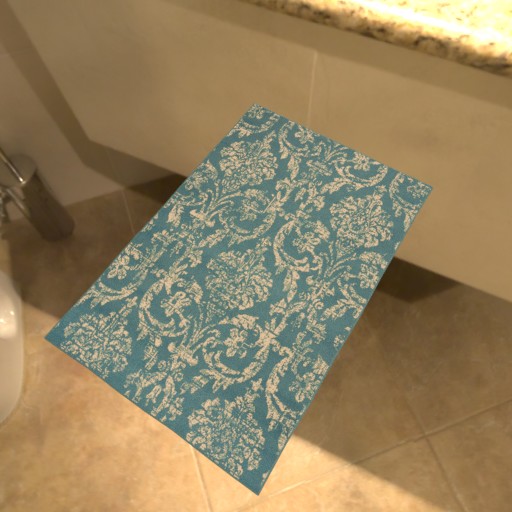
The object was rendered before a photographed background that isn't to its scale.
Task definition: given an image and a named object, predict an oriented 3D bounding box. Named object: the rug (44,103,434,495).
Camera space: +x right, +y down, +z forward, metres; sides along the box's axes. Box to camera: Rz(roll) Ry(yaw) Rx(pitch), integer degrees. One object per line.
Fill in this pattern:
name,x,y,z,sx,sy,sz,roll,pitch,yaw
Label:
rug,0.000,0.000,2.305,1.211,0.012,1.833,30,66,15
